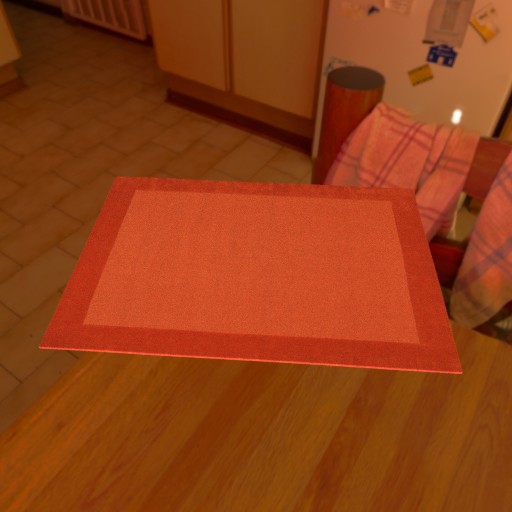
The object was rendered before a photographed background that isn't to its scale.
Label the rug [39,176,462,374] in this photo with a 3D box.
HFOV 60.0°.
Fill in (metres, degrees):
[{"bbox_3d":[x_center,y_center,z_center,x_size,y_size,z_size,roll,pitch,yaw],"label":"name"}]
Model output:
[{"bbox_3d":[0.000,0.000,2.316,1.829,0.014,1.219,3,48,3],"label":"rug"}]
